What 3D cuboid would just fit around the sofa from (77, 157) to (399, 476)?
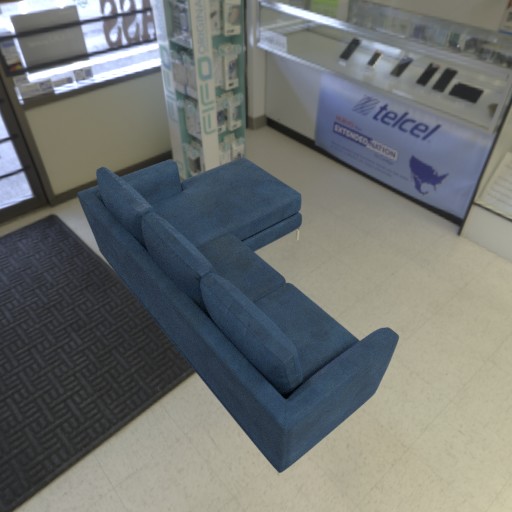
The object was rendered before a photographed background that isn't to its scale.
[{"bbox_3d":[0.000,0.000,3.255,1.622,0.987,2.438,-28,49,-28],"label":"sofa"}]
